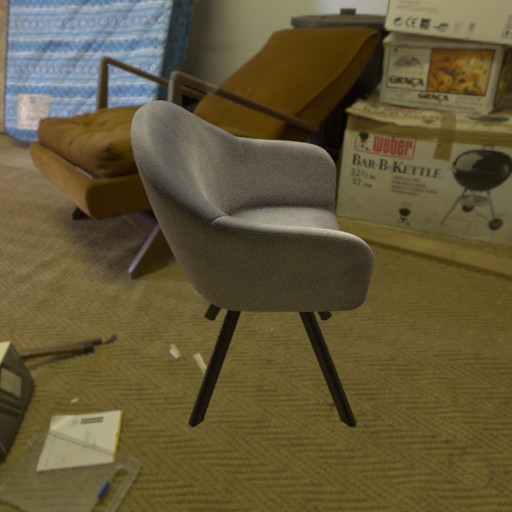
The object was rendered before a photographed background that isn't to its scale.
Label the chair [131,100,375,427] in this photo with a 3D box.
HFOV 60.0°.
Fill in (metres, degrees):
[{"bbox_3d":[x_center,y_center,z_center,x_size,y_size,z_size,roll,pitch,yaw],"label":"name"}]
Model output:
[{"bbox_3d":[0.000,0.000,1.179,0.540,0.780,0.570,0,32,0],"label":"chair"}]
